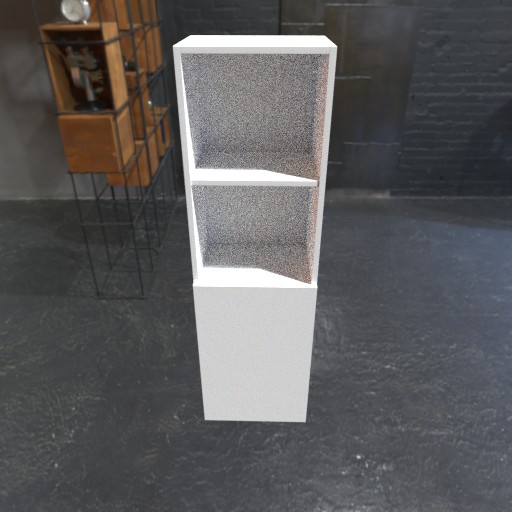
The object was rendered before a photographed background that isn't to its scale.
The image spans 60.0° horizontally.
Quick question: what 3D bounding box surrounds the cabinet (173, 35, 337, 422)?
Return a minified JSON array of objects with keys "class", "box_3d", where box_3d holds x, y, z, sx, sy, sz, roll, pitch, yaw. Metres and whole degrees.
[{"class":"cabinet","box_3d":[0.000,0.000,1.540,0.400,1.350,0.300,1,31,1]}]
